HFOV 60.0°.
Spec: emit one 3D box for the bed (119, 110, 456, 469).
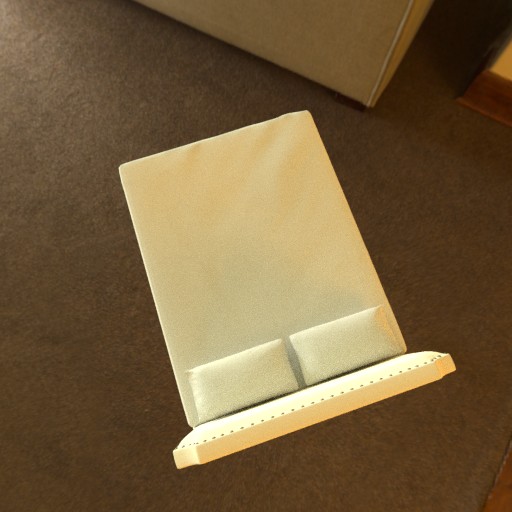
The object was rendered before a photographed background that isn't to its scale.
[{"bbox_3d":[0.000,0.000,3.349,1.703,1.415,2.329,-18,76,-5],"label":"bed"}]
